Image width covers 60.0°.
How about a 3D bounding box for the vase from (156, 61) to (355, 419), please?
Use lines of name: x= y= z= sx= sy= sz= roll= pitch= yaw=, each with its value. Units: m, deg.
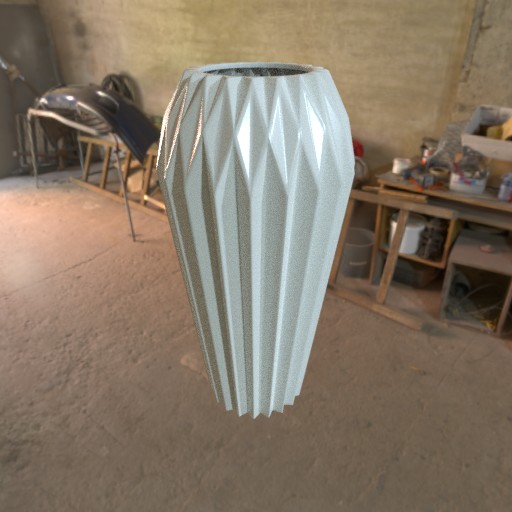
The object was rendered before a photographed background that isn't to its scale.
vase: x=0.000 y=0.000 z=0.336 sx=0.133 sy=0.263 sz=0.133 roll=0 pitch=29 yaw=0
